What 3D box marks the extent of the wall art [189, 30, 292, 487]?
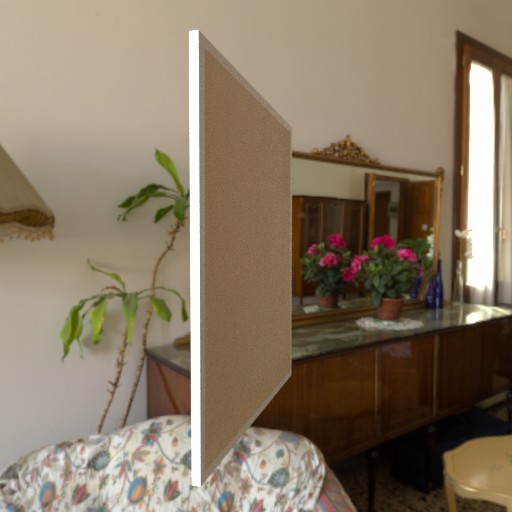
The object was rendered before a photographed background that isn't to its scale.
[{"bbox_3d":[0.000,0.000,0.769,0.012,0.557,0.482,1,2,18],"label":"wall art"}]
